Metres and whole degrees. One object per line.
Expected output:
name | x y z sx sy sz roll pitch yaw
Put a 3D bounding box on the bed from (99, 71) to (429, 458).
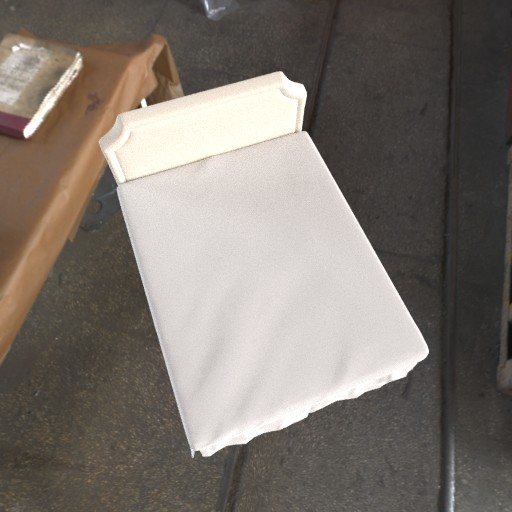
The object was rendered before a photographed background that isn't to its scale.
bed | 0.000 0.000 3.601 1.977 1.293 2.498 -19 64 -9
